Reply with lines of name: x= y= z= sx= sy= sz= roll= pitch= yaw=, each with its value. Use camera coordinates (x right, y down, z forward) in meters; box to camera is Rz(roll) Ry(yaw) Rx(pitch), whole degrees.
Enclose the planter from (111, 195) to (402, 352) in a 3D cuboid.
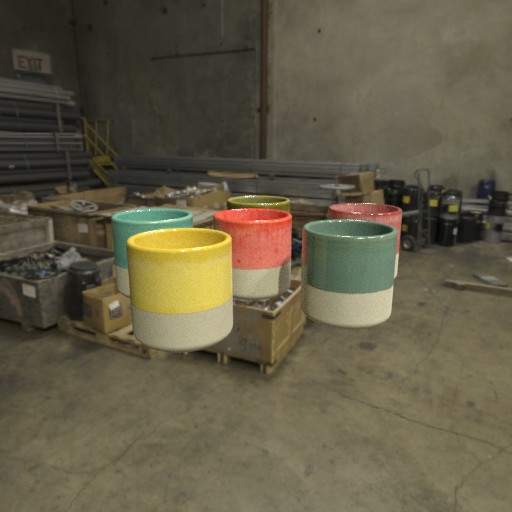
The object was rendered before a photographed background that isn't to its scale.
planter: x=0.000 y=0.000 z=0.417 sx=0.257 sy=0.075 sz=0.286 roll=8 pitch=17 yaw=28
